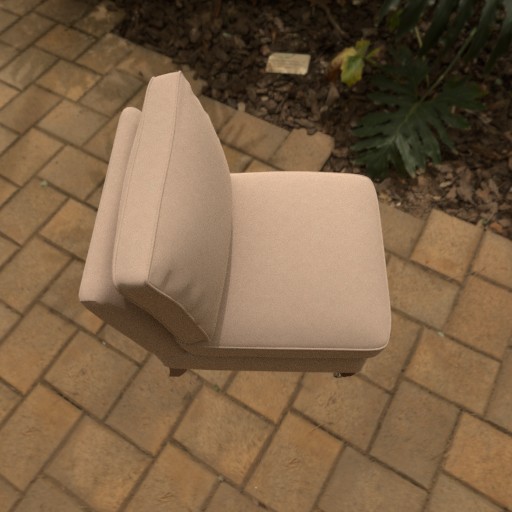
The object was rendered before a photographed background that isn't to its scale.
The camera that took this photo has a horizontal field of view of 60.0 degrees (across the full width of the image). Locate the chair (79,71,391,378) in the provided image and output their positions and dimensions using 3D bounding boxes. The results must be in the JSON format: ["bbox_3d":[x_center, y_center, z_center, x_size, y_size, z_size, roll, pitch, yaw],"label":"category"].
[{"bbox_3d":[0.000,0.000,1.620,0.912,1.052,0.724,2,62,1],"label":"chair"}]
